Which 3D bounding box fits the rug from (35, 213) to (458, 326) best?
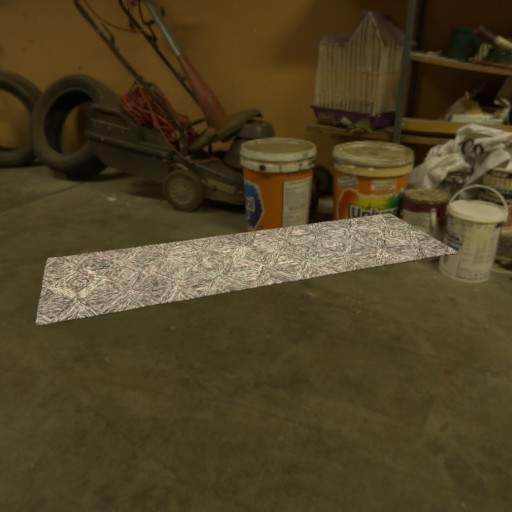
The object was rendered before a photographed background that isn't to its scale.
[{"bbox_3d":[0.000,0.000,2.588,2.305,0.013,0.719,-9,27,-17],"label":"rug"}]
